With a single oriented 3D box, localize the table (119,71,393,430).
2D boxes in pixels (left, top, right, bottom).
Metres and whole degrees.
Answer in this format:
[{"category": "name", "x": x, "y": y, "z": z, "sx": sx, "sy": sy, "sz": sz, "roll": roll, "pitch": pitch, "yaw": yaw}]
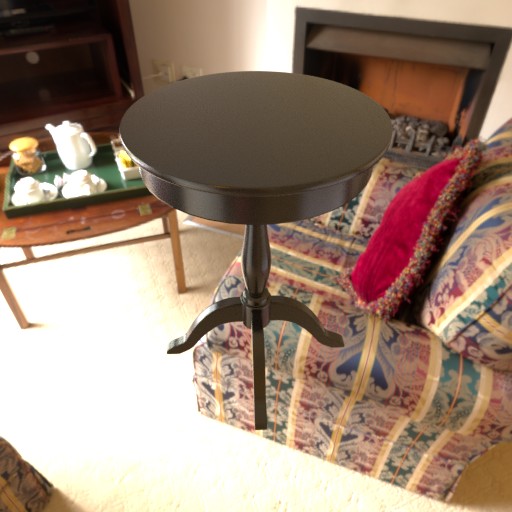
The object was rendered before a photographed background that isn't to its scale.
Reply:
[{"category": "table", "x": 0.000, "y": 0.000, "z": 1.009, "sx": 0.481, "sy": 0.665, "sz": 0.481, "roll": 0, "pitch": 41, "yaw": 0}]
